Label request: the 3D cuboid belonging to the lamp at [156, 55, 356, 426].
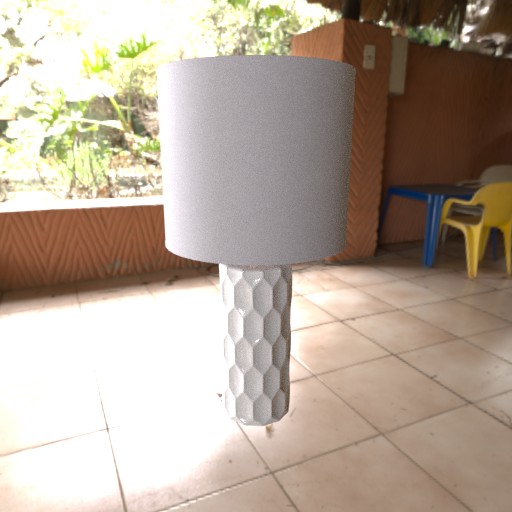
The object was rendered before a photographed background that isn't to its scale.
[{"bbox_3d":[0.000,0.000,0.696,0.277,0.537,0.277,-7,16,-25],"label":"lamp"}]
